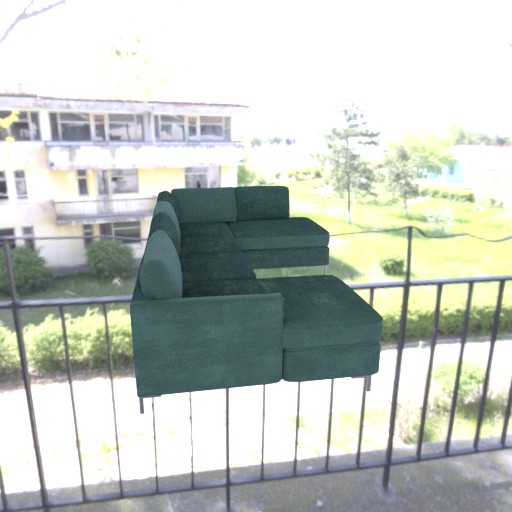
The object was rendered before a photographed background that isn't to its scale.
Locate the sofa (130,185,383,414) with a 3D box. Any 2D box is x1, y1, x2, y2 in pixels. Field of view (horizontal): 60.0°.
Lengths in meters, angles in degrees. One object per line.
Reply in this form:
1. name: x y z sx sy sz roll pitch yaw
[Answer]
1. sofa: 0.000 0.000 4.340 2.055 0.992 3.434 -3 16 -10
